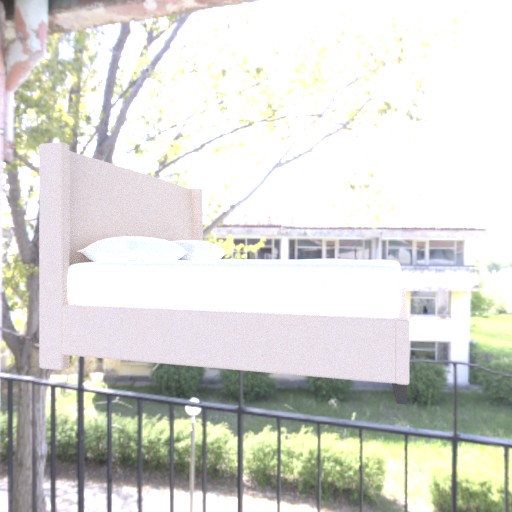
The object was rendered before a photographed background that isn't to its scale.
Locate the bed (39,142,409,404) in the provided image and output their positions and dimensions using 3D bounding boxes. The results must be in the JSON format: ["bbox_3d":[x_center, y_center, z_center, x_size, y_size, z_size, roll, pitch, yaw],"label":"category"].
[{"bbox_3d":[0.000,0.000,3.556,2.293,1.471,2.145,0,0,18],"label":"bed"}]
